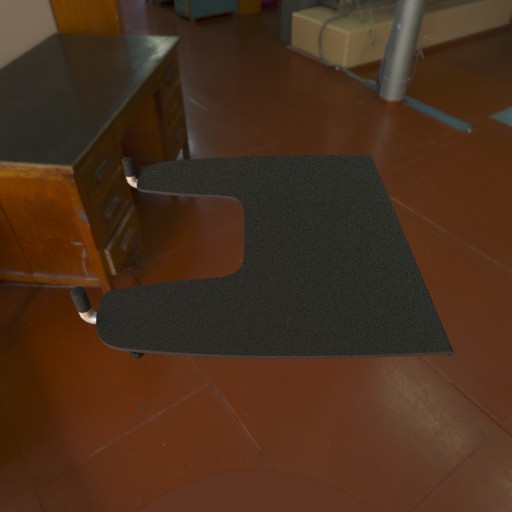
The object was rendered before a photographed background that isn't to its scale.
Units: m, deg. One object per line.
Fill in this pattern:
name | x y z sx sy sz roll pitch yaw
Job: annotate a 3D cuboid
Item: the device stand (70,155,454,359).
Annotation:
device stand | 0.000 0.000 0.360 0.230 0.092 0.230 -1 43 -1
